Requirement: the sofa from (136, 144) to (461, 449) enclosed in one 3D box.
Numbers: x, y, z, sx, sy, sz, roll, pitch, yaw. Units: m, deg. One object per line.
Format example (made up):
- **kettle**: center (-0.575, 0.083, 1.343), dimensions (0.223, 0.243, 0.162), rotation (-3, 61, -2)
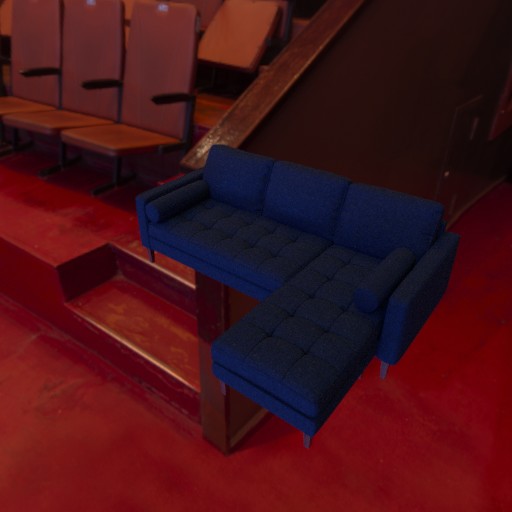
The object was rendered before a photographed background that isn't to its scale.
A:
- **sofa**: center (0.000, 0.000, 2.996), dimensions (2.185, 0.841, 1.613), rotation (23, 39, 31)
